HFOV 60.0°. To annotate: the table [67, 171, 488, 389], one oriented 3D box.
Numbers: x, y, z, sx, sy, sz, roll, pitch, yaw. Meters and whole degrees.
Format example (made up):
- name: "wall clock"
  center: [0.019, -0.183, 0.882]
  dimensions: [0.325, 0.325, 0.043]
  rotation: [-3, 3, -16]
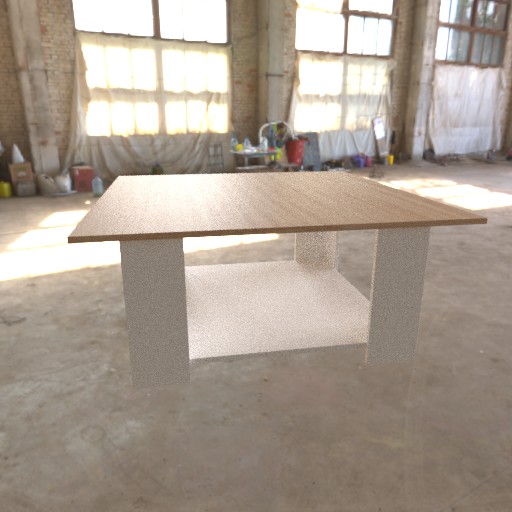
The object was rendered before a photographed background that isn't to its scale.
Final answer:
- name: "table"
  center: [0.000, 0.000, 1.047]
  dimensions: [0.670, 0.305, 0.670]
  rotation: [-3, 18, -10]
